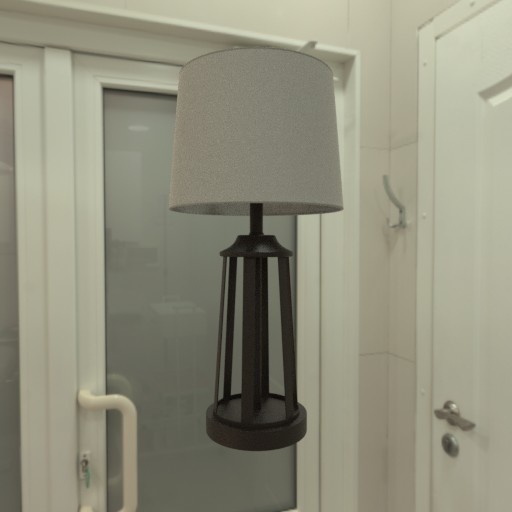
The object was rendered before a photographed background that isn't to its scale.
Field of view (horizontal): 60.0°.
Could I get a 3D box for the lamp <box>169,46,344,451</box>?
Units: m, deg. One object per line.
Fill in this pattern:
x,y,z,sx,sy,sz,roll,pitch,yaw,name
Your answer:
0.000,0.000,0.649,0.251,0.509,0.251,0,2,0,lamp
